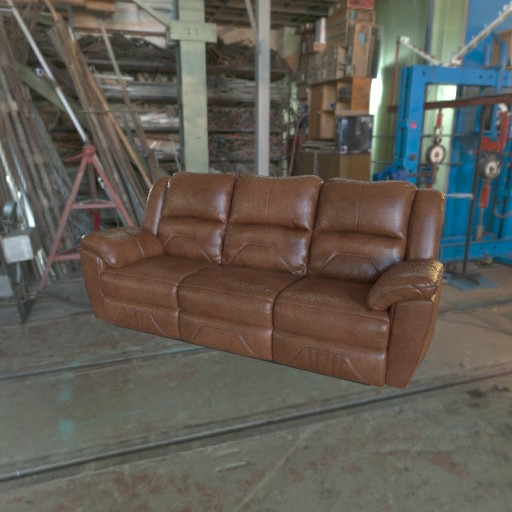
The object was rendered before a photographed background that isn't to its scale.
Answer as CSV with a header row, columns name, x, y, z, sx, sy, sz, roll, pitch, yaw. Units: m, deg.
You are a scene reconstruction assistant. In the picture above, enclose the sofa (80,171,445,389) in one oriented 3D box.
name,x,y,z,sx,sy,sz,roll,pitch,yaw
sofa,0.000,0.000,2.994,2.337,1.043,0.991,7,17,25
